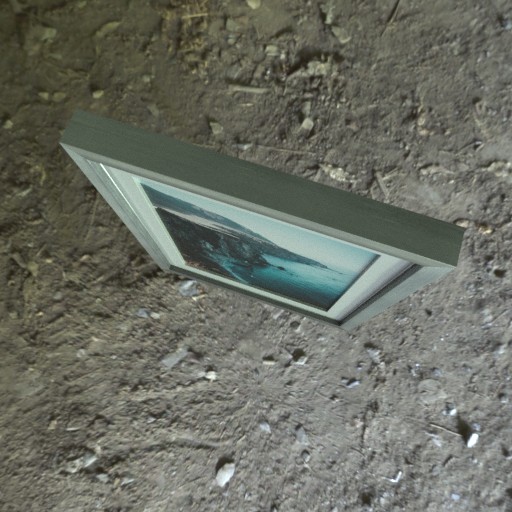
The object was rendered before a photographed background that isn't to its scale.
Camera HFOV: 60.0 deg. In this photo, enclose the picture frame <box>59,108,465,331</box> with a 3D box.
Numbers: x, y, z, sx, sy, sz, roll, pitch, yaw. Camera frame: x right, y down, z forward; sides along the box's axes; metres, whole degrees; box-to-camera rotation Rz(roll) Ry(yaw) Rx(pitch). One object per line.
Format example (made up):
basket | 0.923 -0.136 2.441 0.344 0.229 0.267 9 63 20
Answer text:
picture frame | 0.000 0.000 0.746 0.449 0.555 0.046 18 74 5
